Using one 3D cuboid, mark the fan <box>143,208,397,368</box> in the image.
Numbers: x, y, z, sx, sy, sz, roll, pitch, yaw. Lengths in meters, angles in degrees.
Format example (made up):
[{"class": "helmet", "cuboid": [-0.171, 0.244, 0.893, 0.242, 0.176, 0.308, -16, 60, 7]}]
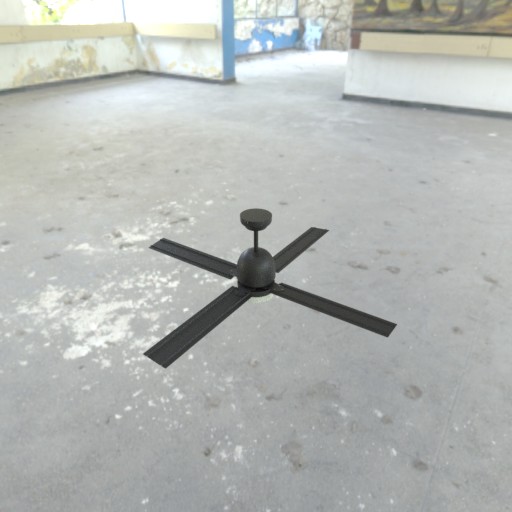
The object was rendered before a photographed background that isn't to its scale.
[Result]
[{"class": "fan", "cuboid": [0.000, 0.000, 2.020, 1.319, 0.410, 1.319, 18, 34, 28]}]
